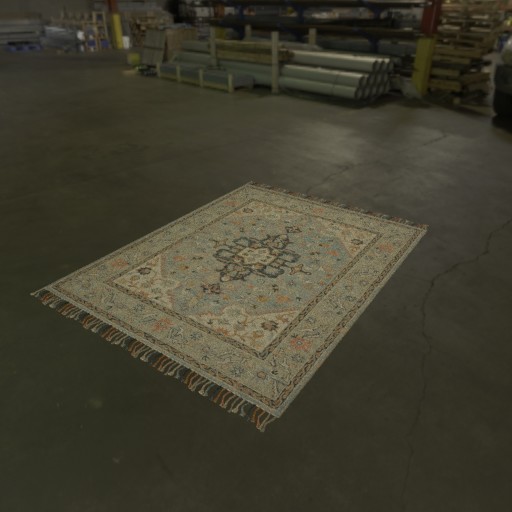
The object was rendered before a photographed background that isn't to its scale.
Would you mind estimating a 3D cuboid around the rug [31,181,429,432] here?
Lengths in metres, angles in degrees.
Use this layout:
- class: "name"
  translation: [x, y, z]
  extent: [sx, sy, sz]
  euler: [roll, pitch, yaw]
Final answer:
- class: "rug"
  translation: [0.000, 0.000, 4.244]
  extent: [2.379, 0.011, 3.221]
  euler: [19, 35, 30]
